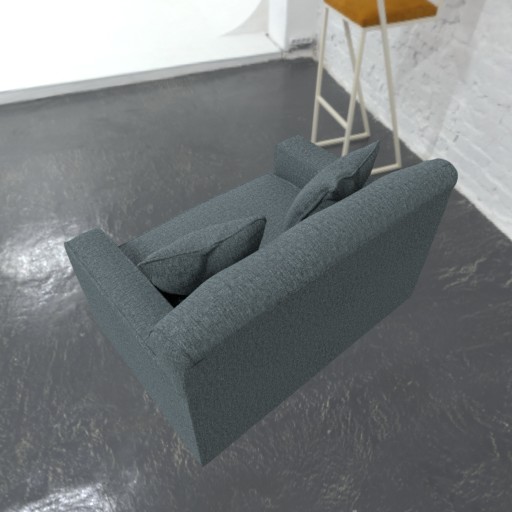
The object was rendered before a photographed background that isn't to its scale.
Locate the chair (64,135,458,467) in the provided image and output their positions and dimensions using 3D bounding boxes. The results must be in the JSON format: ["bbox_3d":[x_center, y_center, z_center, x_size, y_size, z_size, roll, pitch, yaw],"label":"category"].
[{"bbox_3d":[0.000,0.000,2.043,1.383,0.948,1.000,-31,53,-27],"label":"chair"}]
